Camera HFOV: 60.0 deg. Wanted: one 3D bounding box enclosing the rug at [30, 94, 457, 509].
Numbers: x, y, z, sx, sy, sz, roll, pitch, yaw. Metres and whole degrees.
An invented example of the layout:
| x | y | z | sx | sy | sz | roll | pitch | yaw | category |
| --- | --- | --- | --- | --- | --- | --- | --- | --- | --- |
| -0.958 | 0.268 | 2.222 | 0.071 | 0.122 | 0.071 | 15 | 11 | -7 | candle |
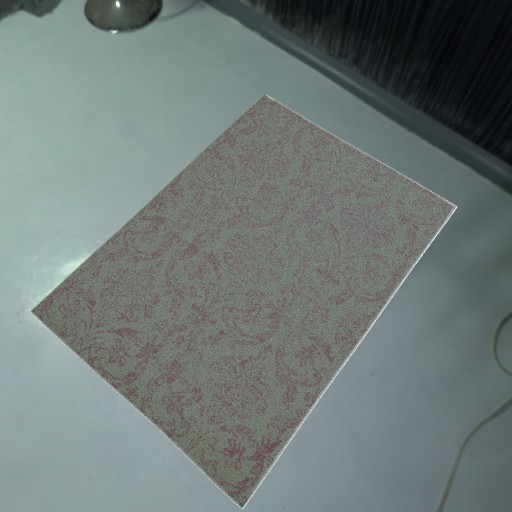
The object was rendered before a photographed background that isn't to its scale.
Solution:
| x | y | z | sx | sy | sz | roll | pitch | yaw | category |
| --- | --- | --- | --- | --- | --- | --- | --- | --- | --- |
| 0.000 | 0.000 | 2.729 | 1.598 | 0.014 | 2.202 | 36 | 69 | 16 | rug |
